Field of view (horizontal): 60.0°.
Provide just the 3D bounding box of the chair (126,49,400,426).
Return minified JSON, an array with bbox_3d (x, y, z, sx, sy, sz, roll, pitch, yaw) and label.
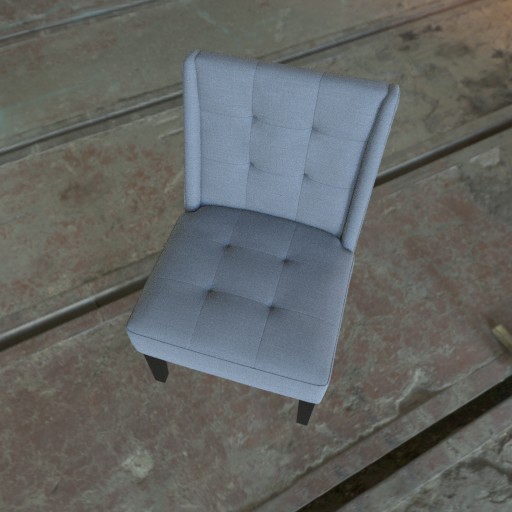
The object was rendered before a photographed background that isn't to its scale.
[{"bbox_3d":[0.000,0.000,1.311,0.569,0.853,0.676,14,58,9],"label":"chair"}]
